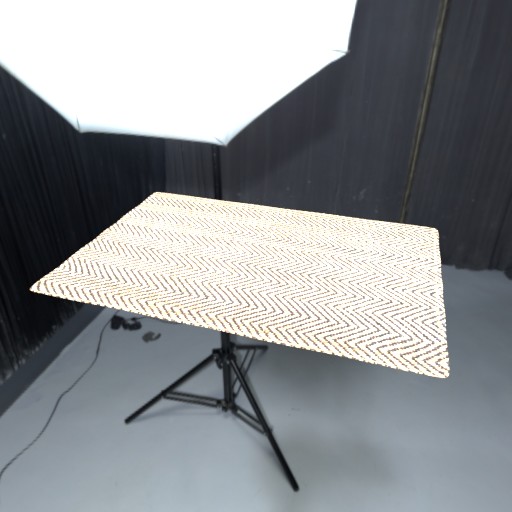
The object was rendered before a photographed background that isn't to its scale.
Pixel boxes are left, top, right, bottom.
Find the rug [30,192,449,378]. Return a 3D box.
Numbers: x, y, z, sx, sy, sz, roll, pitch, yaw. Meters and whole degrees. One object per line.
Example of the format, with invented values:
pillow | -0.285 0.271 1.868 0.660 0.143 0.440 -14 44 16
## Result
rug | 0.000 0.000 2.307 1.828 0.008 1.219 9 32 15
